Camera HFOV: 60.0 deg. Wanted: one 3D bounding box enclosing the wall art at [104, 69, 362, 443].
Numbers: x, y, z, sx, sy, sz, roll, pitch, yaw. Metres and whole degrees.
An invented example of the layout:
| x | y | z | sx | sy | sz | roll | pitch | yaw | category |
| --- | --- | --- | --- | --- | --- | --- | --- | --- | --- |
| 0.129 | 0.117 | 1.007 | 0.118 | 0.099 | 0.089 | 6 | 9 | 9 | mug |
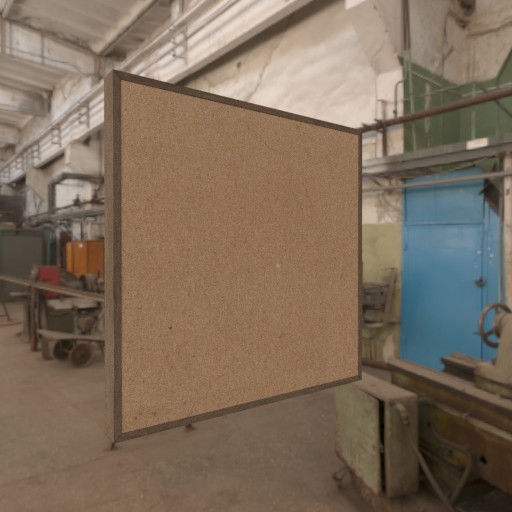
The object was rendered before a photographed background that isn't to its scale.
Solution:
| x | y | z | sx | sy | sz | roll | pitch | yaw | category |
| --- | --- | --- | --- | --- | --- | --- | --- | --- | --- |
| 0.000 | 0.000 | 0.767 | 0.508 | 0.508 | 0.038 | 0 | 1 | -36 | wall art |
